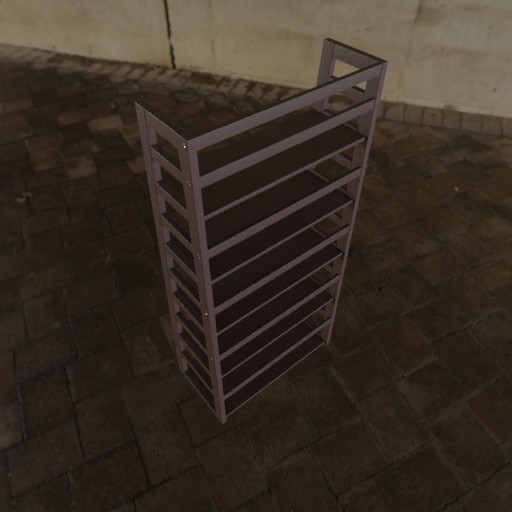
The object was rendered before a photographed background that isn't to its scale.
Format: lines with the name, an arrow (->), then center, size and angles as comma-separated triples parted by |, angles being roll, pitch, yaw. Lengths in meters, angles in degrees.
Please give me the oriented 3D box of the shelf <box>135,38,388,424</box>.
shelf -> 0.000, 0.000, 1.923 | 0.763, 1.600, 0.403 | -30, 53, -26
